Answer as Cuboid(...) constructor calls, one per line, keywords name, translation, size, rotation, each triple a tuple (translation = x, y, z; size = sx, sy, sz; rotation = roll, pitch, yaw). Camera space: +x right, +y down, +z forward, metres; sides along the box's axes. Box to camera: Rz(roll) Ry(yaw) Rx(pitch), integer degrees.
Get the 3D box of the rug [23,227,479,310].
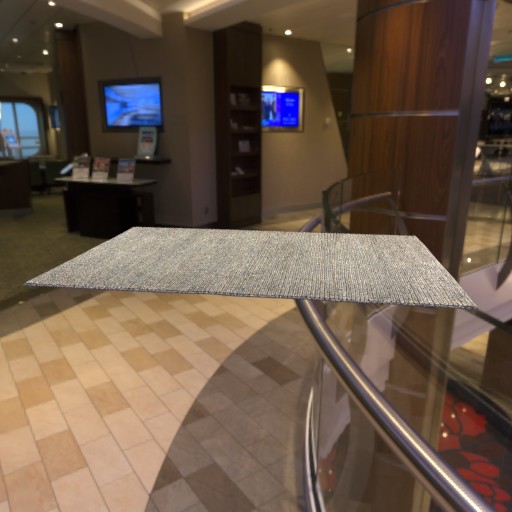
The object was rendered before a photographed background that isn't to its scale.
Cuboid(name="rug", translation=(0.000, 0.000, 3.066), size=(2.443, 0.021, 1.538), rotation=(2, 16, 8))
